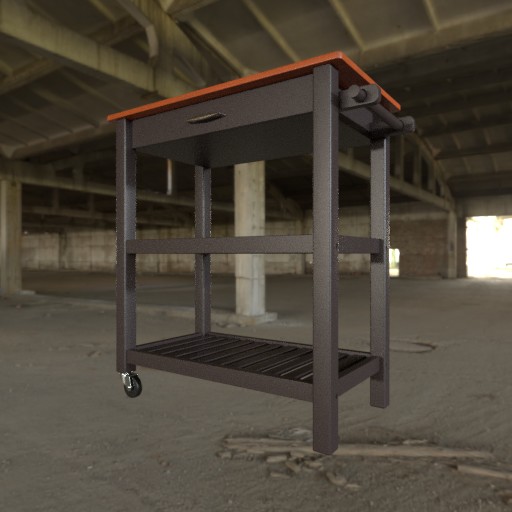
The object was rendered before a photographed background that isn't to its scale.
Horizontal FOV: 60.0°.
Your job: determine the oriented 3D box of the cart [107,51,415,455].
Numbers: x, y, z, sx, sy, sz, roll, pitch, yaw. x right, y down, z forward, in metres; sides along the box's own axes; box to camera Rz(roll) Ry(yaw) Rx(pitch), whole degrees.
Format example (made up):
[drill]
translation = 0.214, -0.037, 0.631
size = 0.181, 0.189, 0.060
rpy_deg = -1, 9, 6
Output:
[cart]
translation = 0.000, 0.000, 1.405
size = 0.899, 0.927, 0.457
rpy_deg = 0, 0, 35
